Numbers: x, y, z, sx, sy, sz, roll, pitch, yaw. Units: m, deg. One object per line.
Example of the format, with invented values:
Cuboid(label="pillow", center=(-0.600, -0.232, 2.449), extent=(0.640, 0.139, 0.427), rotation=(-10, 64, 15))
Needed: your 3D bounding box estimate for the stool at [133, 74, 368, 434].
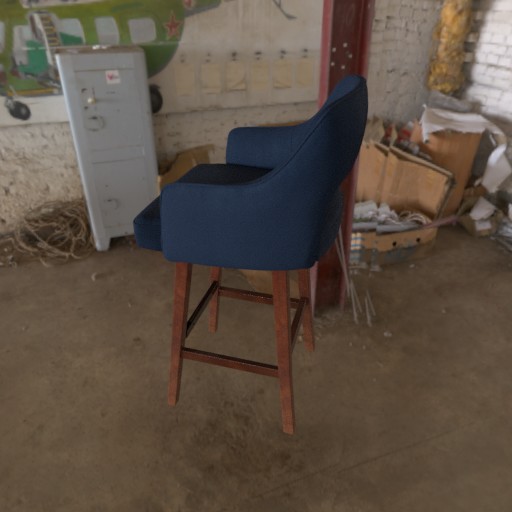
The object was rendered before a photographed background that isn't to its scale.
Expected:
Cuboid(label="stool", center=(0.000, 0.000, 1.373), extent=(0.560, 1.041, 0.550), rotation=(8, 32, 13))
